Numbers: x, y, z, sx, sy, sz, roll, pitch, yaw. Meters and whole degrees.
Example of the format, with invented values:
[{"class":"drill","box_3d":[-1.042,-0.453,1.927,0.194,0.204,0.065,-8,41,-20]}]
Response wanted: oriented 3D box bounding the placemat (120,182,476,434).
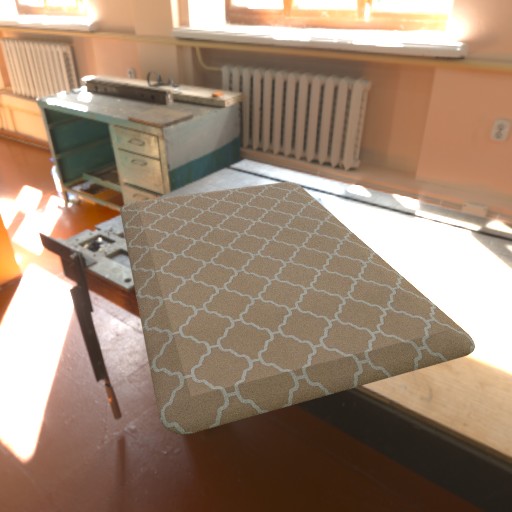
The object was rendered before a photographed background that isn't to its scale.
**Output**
[{"class":"placemat","box_3d":[0.000,0.000,0.935,0.508,0.021,0.762,-10,32,-16]}]
